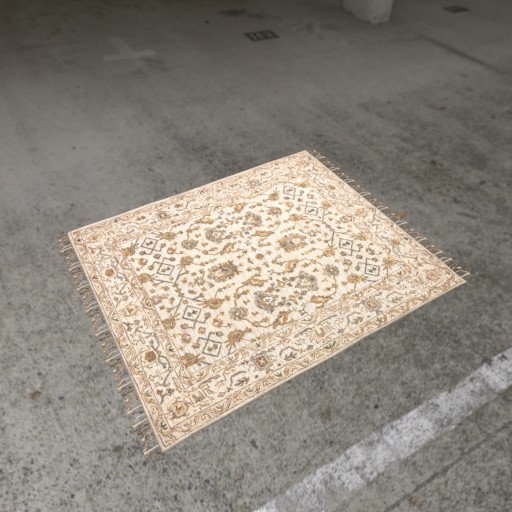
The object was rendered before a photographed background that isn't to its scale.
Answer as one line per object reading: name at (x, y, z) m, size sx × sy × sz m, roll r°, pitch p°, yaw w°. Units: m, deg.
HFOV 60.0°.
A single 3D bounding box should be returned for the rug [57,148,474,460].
rug at (0.000, 0.000, 4.080) m, size 3.061 × 0.034 × 2.426 m, roll -23°, pitch 50°, yaw -21°
